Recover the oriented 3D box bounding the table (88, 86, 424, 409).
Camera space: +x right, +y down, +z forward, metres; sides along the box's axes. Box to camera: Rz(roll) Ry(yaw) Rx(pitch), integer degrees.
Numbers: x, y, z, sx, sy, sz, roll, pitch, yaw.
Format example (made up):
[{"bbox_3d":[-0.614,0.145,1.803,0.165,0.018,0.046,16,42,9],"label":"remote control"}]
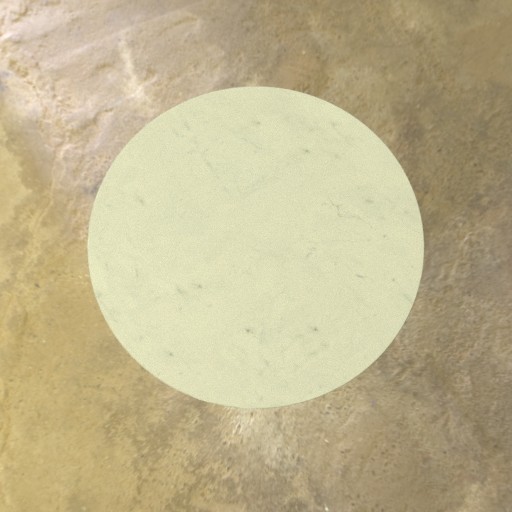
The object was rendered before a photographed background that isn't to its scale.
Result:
[{"bbox_3d":[0.000,0.000,1.274,0.800,0.450,0.800,0,75,0],"label":"table"}]
